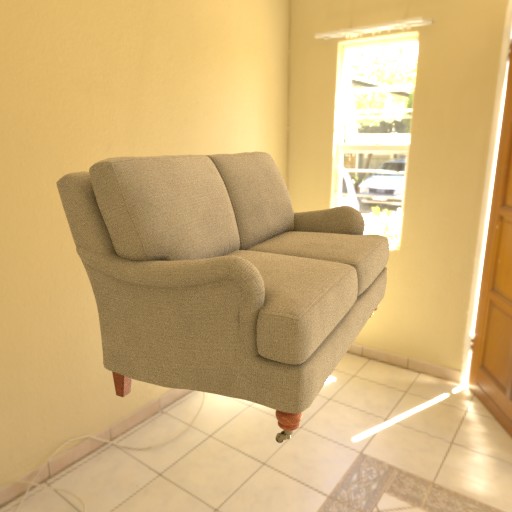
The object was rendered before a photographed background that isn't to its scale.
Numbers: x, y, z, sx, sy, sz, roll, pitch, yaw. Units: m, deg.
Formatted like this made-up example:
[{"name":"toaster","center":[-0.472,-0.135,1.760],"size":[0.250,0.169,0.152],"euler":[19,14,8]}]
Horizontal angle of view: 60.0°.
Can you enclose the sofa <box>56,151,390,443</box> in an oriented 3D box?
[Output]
[{"name":"sofa","center":[0.000,0.000,2.223],"size":[1.087,0.999,1.480],"euler":[7,16,26]}]
